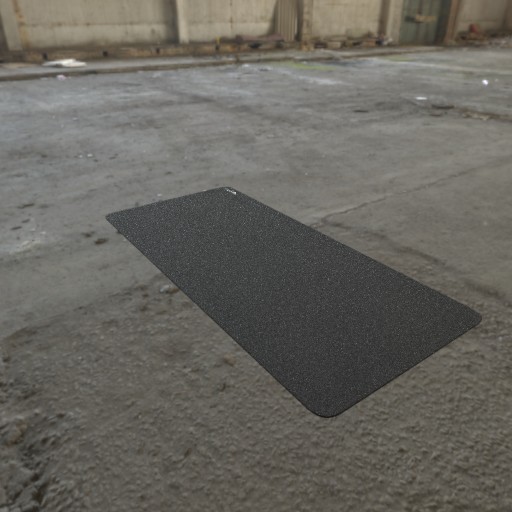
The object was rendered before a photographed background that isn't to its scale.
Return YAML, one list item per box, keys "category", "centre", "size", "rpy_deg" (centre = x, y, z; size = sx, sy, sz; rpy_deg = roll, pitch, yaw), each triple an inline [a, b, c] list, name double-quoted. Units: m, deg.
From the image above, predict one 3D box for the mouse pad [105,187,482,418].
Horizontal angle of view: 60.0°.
- category: "mouse pad"
  centre: [0.000, 0.000, 1.047]
  size: [0.424, 0.003, 0.907]
  rpy_deg: [-19, 34, -31]
